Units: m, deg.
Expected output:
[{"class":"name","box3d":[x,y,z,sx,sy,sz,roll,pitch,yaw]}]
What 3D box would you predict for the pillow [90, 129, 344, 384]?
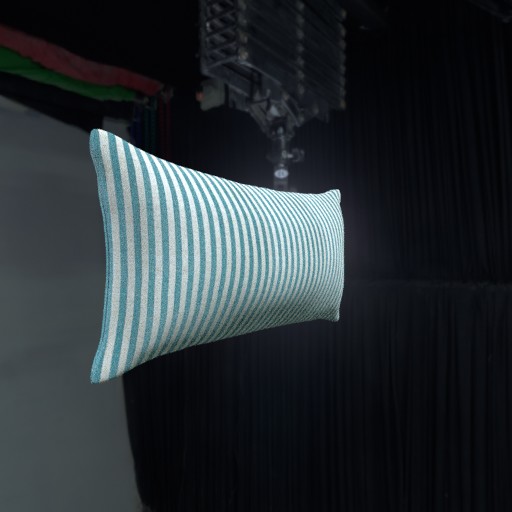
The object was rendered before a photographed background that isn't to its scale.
[{"class":"pillow","box3d":[0.000,0.000,0.749,0.151,0.295,0.617,0,0,37]}]
